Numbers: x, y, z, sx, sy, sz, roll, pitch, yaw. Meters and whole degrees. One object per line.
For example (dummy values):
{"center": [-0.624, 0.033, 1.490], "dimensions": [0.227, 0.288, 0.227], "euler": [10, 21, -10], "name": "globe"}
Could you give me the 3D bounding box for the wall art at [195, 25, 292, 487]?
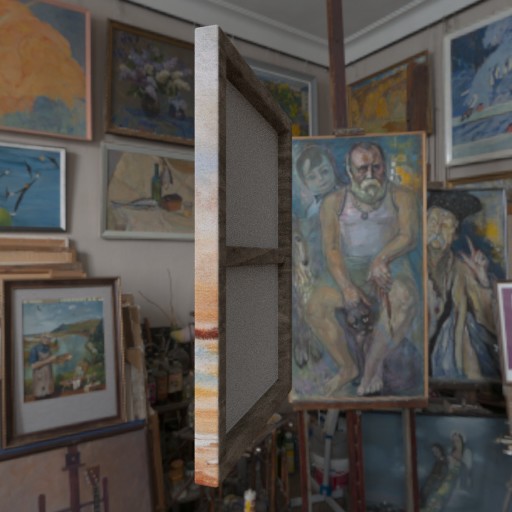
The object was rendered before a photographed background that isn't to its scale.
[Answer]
{"center": [0.000, 0.000, 0.793], "dimensions": [0.035, 0.605, 0.443], "euler": [0, 0, 17], "name": "wall art"}
